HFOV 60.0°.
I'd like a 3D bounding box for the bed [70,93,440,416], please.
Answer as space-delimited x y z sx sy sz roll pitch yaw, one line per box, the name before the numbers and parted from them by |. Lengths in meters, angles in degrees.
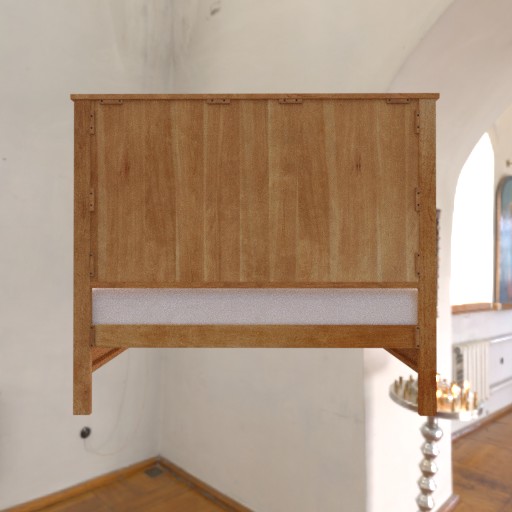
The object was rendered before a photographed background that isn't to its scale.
bed | 0.000 0.000 3.927 2.225 1.938 2.530 0 0 0
